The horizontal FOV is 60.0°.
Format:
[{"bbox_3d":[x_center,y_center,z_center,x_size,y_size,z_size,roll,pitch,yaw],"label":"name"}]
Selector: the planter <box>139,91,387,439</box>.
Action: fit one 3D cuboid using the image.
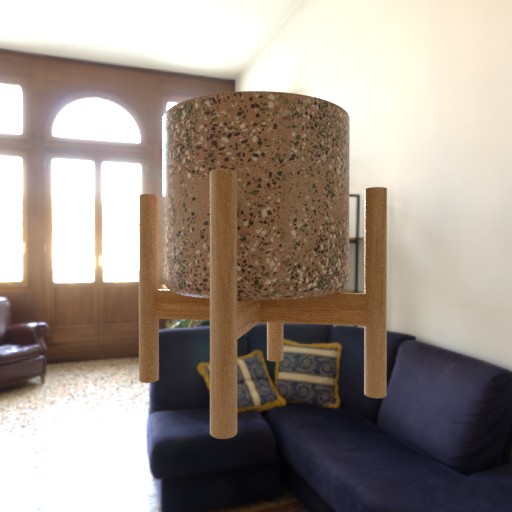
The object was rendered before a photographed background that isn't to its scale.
[{"bbox_3d":[0.000,0.000,0.539,0.284,0.320,0.284,0,1,35],"label":"planter"}]
